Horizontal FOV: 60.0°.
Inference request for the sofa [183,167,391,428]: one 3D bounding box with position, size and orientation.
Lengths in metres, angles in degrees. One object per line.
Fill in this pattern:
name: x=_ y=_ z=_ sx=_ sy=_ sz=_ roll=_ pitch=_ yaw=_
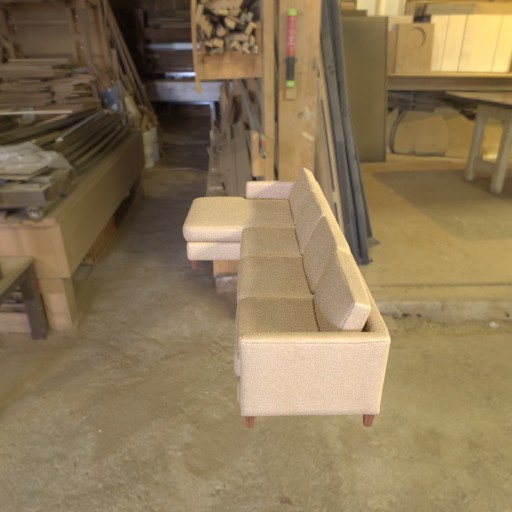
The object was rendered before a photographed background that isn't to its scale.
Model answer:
sofa: x=0.000 y=0.000 z=3.956 sx=1.502 sy=0.876 sz=3.201 roll=0 pitch=25 yaw=0
